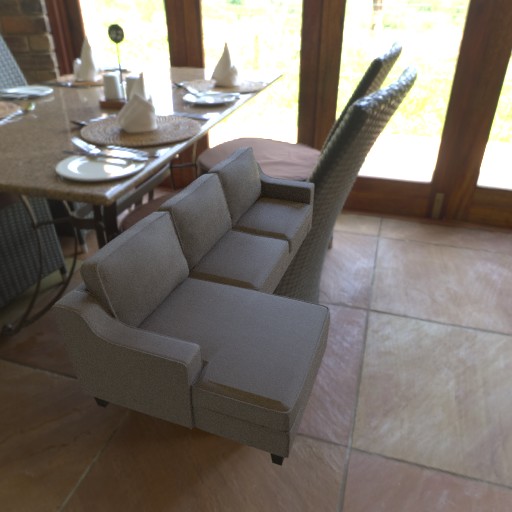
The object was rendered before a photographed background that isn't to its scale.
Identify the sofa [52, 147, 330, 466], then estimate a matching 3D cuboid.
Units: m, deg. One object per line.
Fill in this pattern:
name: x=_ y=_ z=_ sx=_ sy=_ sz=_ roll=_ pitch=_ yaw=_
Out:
sofa: x=0.000 y=0.000 z=3.229 sx=1.294 sy=0.928 sz=2.561 roll=11 pitch=32 yaw=17
